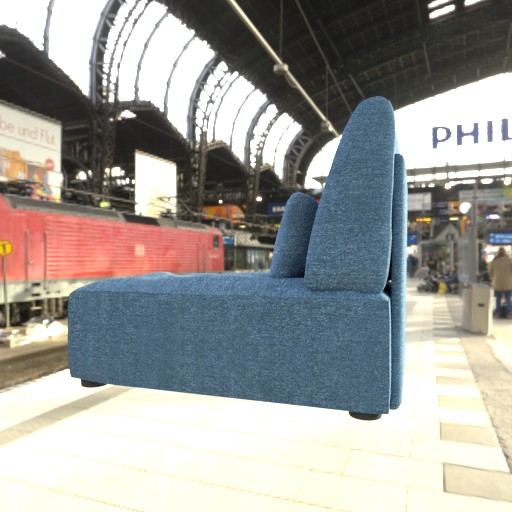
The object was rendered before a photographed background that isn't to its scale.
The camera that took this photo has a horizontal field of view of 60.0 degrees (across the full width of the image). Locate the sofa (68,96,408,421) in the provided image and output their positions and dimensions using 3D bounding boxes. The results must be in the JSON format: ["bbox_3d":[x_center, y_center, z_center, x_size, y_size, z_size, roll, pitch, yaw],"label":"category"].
[{"bbox_3d":[0.000,0.000,1.549,1.000,0.820,0.700,0,-1,19],"label":"sofa"}]
